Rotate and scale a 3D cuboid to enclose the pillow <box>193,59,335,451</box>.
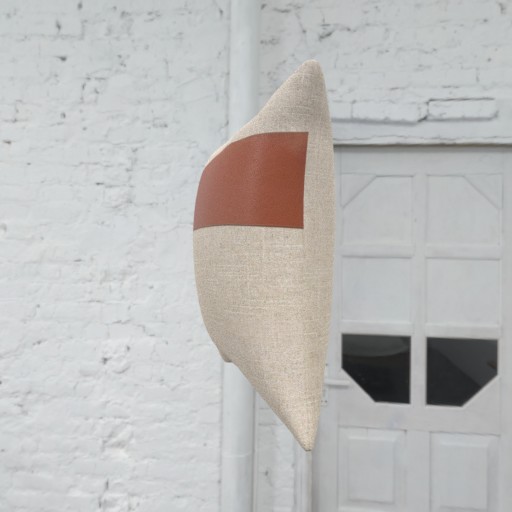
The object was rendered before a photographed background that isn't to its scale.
[{"bbox_3d":[0.000,0.000,0.642,0.173,0.399,0.414,0,0,-16],"label":"pillow"}]
